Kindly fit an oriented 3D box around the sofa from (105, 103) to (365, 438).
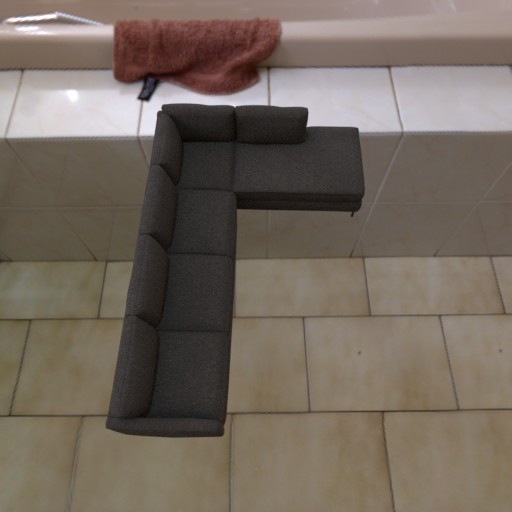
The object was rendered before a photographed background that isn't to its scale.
[{"bbox_3d":[0.000,0.000,3.839,2.007,0.815,2.949,2,64,1],"label":"sofa"}]
